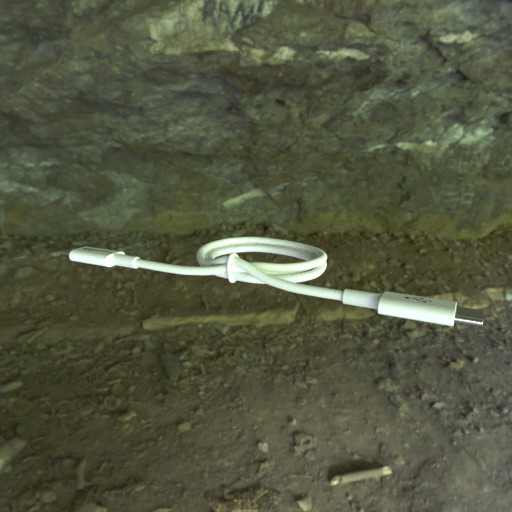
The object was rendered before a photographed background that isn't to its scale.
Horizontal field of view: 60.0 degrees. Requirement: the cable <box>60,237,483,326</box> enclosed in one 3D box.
[{"bbox_3d":[0.000,0.000,0.220,0.203,0.014,0.070,7,17,26],"label":"cable"}]
